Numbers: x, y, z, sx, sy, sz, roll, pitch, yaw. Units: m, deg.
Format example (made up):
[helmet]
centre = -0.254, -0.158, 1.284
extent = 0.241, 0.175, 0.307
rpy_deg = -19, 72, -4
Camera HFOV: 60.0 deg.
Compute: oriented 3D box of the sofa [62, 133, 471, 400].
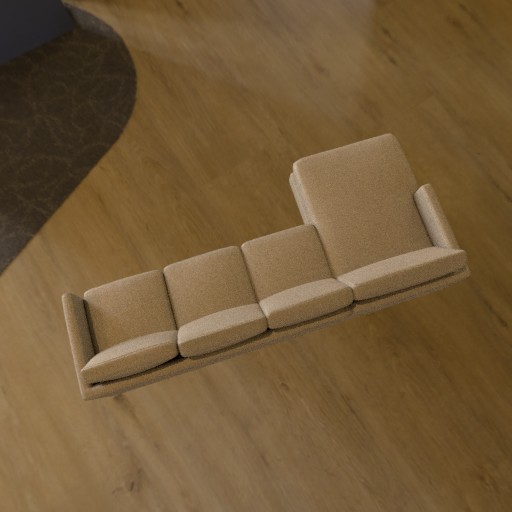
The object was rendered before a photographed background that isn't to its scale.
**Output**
[sofa]
centre = 0.000, 0.000, 3.823
extent = 3.201, 0.876, 1.502
rpy_deg = -17, 76, -4
